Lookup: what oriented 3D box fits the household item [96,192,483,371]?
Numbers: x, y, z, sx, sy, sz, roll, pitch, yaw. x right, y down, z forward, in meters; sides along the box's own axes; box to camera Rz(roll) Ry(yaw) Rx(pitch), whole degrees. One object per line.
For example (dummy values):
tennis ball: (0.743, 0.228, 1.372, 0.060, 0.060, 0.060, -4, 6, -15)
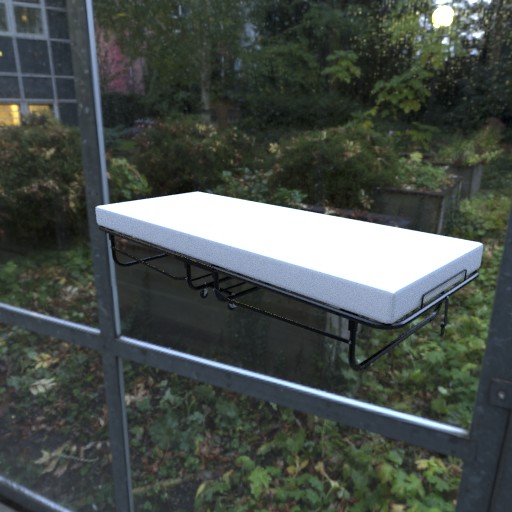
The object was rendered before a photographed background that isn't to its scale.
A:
household item: (0.000, 0.000, 2.208, 1.905, 0.356, 0.787, 16, 24, 42)
